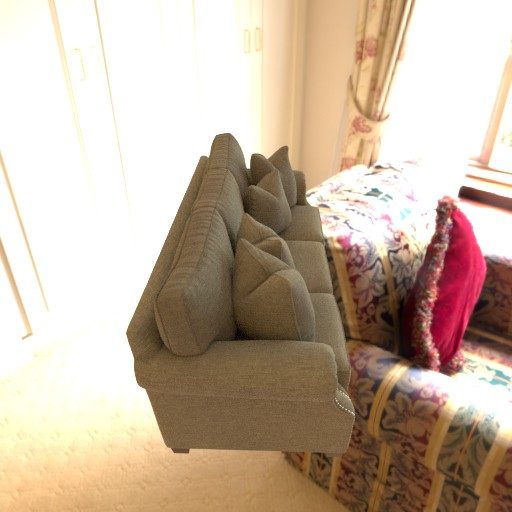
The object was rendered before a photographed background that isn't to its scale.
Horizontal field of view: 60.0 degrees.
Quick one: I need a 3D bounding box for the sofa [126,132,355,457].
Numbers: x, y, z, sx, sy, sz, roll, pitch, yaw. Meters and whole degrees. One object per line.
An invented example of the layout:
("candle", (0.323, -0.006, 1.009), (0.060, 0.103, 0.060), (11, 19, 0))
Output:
("sofa", (0.000, 0.000, 2.787), (0.965, 0.975, 2.312), (1, 31, 2))
